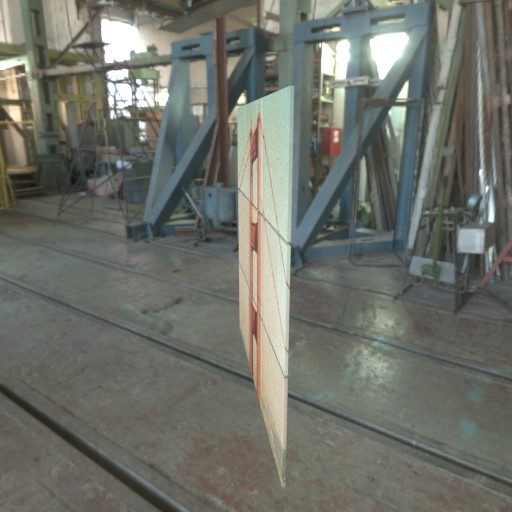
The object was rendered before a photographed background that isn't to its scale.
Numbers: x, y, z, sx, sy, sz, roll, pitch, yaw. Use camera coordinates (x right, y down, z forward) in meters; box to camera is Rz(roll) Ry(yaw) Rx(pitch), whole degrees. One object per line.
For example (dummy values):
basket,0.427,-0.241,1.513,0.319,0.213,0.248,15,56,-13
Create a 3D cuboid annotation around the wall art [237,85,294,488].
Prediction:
wall art,0.000,0.000,2.301,0.013,1.523,1.517,-2,16,-8
